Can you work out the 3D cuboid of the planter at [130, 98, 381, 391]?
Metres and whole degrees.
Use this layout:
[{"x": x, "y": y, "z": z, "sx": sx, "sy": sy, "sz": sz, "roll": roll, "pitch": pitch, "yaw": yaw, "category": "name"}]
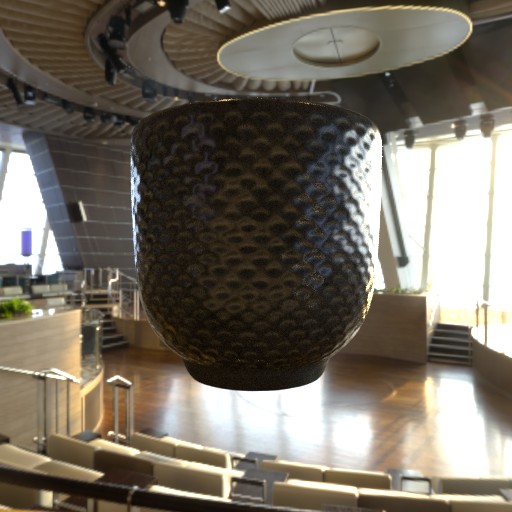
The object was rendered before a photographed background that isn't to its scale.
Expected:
[{"x": 0.000, "y": 0.000, "z": 0.361, "sx": 0.197, "sy": 0.191, "sz": 0.197, "roll": 0, "pitch": 0, "yaw": 0, "category": "planter"}]
